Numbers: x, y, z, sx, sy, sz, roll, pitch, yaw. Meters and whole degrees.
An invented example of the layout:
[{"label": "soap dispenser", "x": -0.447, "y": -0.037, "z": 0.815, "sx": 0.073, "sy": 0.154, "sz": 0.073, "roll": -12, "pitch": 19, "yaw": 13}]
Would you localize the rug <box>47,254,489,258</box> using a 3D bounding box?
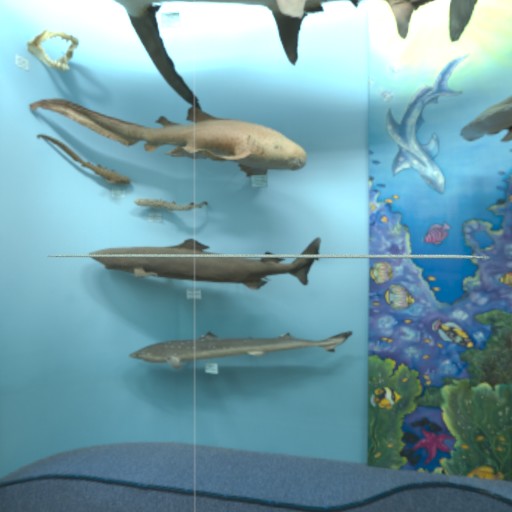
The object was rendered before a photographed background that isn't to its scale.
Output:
[{"label": "rug", "x": 0.000, "y": 0.000, "z": 2.735, "sx": 2.480, "sy": 0.013, "sz": 0.786, "roll": 0, "pitch": 0, "yaw": 17}]
